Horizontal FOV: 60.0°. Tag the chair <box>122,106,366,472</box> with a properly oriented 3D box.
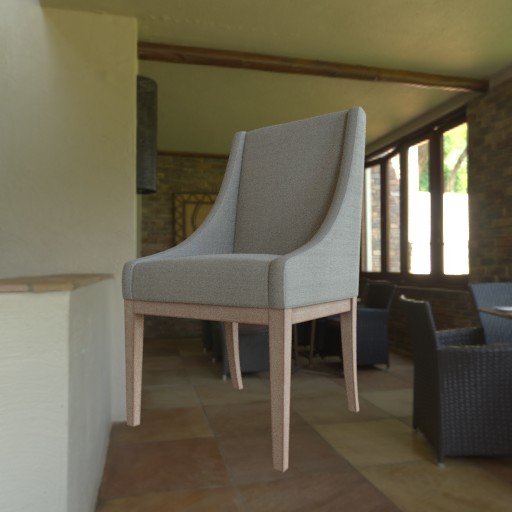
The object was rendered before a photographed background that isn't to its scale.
[{"bbox_3d":[0.000,0.000,1.429,0.575,1.021,0.611,-1,-2,34],"label":"chair"}]
